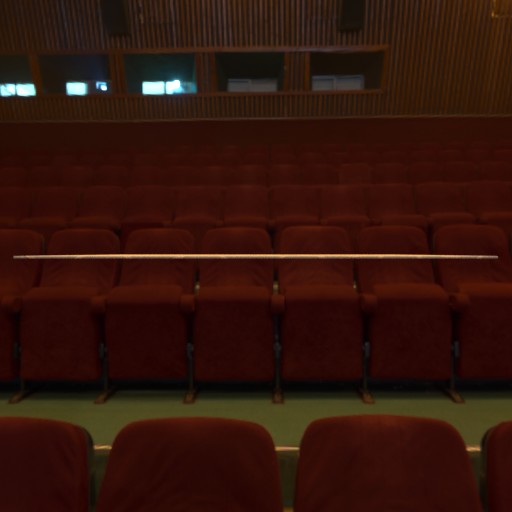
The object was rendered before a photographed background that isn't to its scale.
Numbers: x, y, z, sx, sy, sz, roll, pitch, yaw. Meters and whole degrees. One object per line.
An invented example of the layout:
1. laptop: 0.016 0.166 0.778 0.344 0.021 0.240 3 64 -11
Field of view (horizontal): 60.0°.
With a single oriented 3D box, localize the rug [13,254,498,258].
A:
1. rug: 0.000 0.000 2.618 2.080 0.010 1.451 0 0 1
